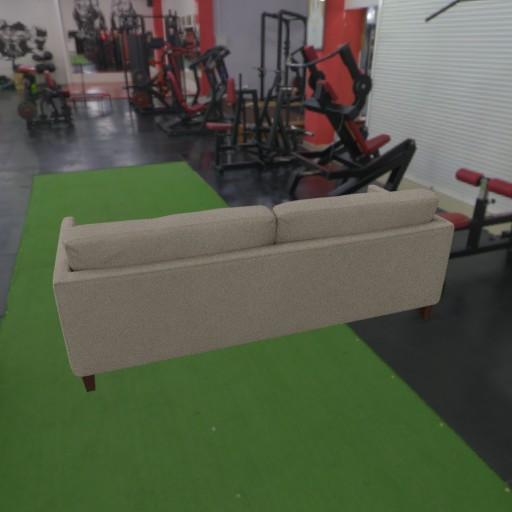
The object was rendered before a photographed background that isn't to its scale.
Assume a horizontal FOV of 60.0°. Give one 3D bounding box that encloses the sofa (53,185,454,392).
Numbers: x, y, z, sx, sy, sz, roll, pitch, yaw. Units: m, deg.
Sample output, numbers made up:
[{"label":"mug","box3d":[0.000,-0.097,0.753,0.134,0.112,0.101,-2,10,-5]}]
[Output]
[{"label":"sofa","box3d":[0.000,0.000,2.975,2.404,0.912,0.988,-8,27,-17]}]
